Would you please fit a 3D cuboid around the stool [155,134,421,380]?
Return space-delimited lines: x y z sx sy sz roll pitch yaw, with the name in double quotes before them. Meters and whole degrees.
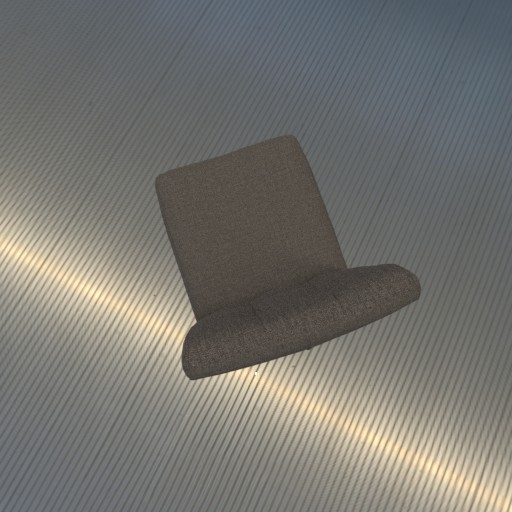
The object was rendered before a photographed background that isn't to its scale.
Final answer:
"stool" 0.000 0.000 1.207 0.427 0.885 0.571 -19 76 -5
